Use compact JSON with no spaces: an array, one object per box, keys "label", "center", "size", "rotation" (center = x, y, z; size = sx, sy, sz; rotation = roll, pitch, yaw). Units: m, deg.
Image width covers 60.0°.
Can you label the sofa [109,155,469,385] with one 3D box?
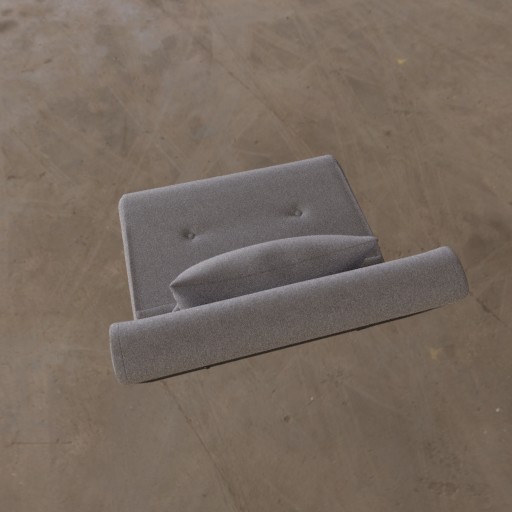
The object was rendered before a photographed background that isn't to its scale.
[{"label":"sofa","center":[0.000,0.000,1.746],"size":[1.020,0.825,1.000],"rotation":[-13,59,-8]}]
